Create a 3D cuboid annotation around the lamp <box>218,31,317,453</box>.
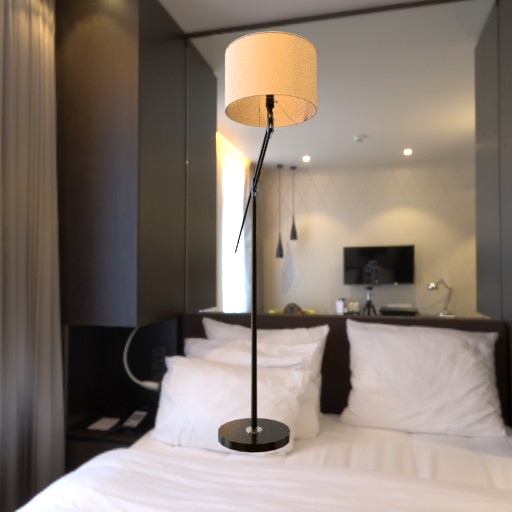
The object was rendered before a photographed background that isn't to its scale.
[{"bbox_3d":[0.000,0.000,1.995,0.373,1.635,0.809,1,-2,-16],"label":"lamp"}]
